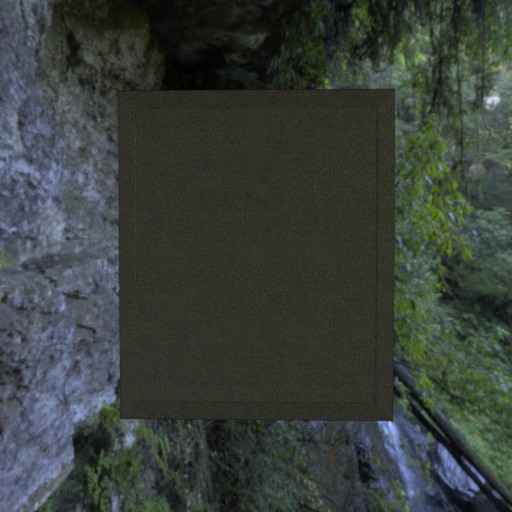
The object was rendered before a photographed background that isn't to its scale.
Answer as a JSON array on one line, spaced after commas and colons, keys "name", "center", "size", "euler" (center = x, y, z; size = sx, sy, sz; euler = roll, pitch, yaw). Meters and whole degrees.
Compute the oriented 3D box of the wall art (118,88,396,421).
[{"name": "wall art", "center": [0.000, 0.000, 0.624], "size": [0.381, 0.457, 0.023], "euler": [0, 1, 1]}]
